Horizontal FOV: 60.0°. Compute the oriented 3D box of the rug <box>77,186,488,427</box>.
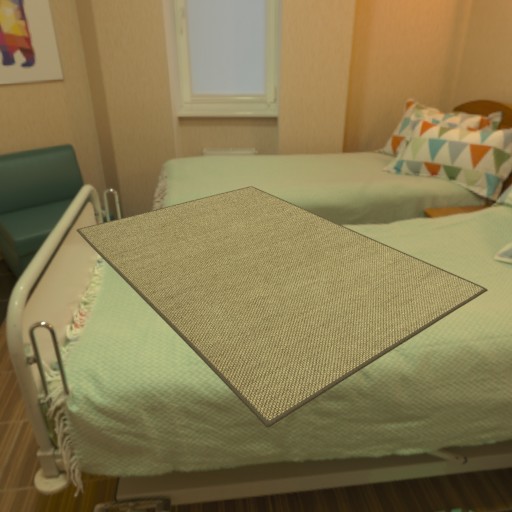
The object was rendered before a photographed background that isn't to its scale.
[{"bbox_3d":[0.000,0.000,2.726,1.523,0.012,2.133,-20,34,-32],"label":"rug"}]
